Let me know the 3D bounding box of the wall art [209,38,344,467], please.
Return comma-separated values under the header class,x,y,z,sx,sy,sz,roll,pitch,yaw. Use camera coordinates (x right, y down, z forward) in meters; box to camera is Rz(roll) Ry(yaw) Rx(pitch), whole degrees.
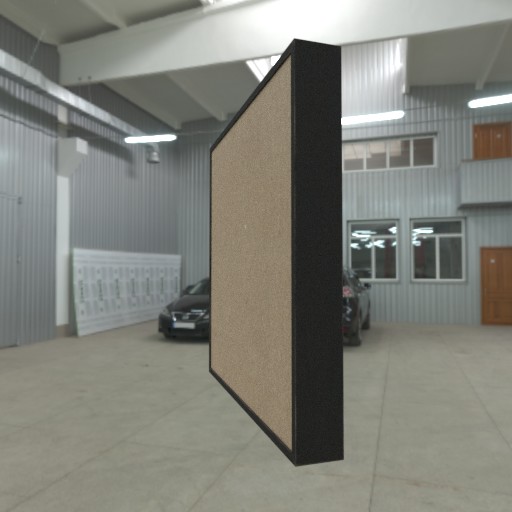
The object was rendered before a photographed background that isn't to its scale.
class,x,y,z,sx,sy,sz,roll,pitch,yaw
wall art,0.000,0.000,0.466,0.038,0.305,0.305,1,-2,-17
